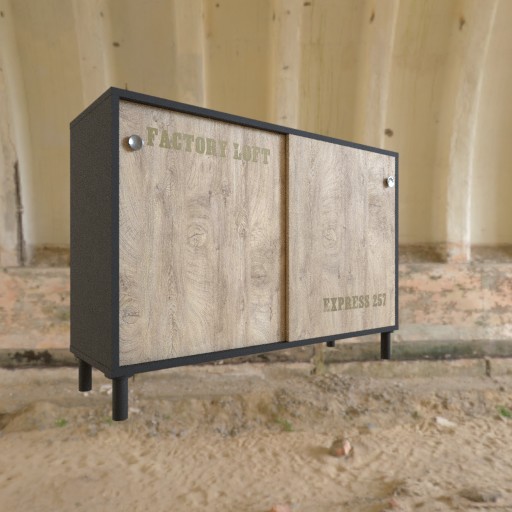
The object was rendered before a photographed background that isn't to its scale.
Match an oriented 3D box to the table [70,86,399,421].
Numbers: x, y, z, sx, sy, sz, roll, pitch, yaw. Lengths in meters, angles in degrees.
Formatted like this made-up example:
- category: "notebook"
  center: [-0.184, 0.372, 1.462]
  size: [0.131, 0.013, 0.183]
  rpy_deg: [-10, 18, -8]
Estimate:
- category: "table"
  center: [0.000, 0.000, 1.627]
  size: [1.200, 0.855, 0.400]
  rpy_deg: [0, 0, -37]
